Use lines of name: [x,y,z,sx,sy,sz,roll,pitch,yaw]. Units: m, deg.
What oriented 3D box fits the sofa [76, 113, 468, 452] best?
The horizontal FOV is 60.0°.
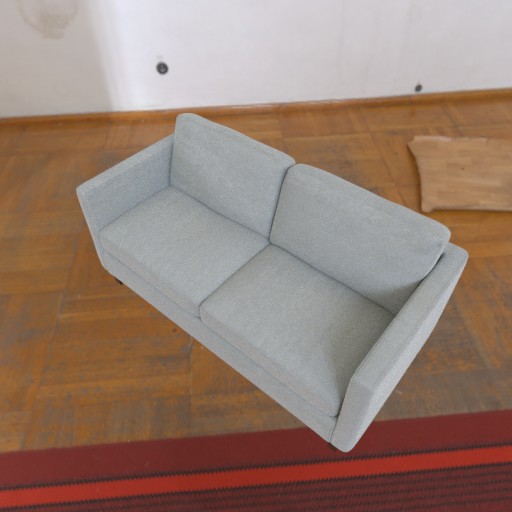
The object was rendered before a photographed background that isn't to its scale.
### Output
sofa: [0.000,0.000,2.449,1.884,0.963,0.950,31,54,26]
